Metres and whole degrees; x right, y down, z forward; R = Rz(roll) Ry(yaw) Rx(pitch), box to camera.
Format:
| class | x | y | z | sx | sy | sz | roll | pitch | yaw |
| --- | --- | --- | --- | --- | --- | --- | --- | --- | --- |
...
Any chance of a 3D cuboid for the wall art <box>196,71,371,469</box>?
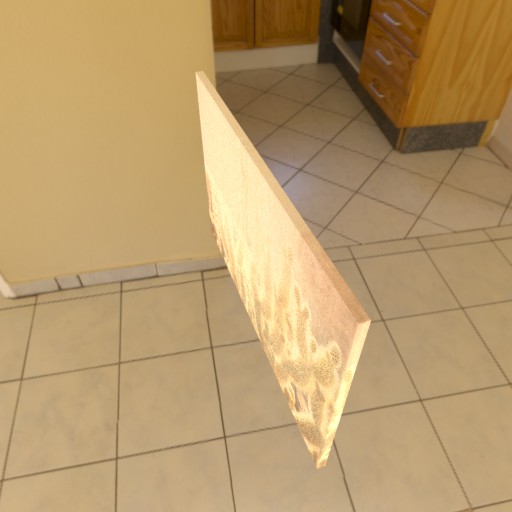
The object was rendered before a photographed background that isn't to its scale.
| class | x | y | z | sx | sy | sz | roll | pitch | yaw |
| --- | --- | --- | --- | --- | --- | --- | --- | --- | --- |
| wall art | 0.000 | 0.000 | 1.944 | 0.038 | 1.012 | 1.525 | -15 | 48 | -14 |
